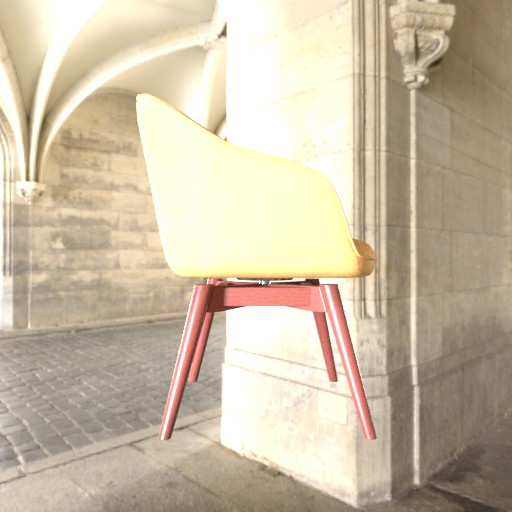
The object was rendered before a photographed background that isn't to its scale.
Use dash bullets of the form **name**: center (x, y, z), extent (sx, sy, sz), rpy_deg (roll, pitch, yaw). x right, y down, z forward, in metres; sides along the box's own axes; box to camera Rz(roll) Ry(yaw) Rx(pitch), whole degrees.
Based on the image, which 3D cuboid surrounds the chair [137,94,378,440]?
- **chair**: center (0.000, 0.000, 1.233), extent (0.635, 0.823, 0.596), rpy_deg (0, 0, 0)
